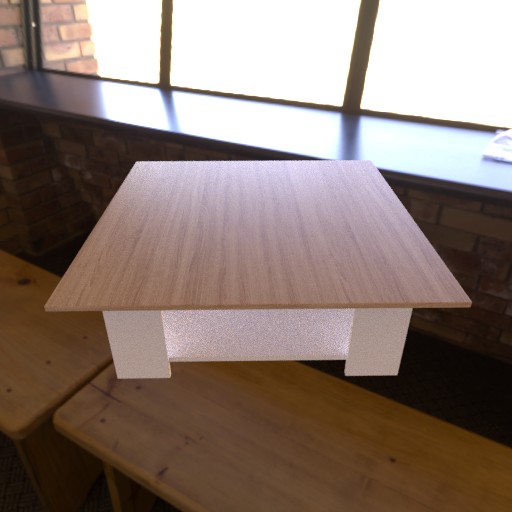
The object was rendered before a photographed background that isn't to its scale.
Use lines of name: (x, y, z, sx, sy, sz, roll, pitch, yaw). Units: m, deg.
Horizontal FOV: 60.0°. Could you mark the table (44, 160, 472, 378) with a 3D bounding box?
table: (0.000, 0.000, 1.380, 0.890, 0.305, 0.890, 0, 31, -1)
